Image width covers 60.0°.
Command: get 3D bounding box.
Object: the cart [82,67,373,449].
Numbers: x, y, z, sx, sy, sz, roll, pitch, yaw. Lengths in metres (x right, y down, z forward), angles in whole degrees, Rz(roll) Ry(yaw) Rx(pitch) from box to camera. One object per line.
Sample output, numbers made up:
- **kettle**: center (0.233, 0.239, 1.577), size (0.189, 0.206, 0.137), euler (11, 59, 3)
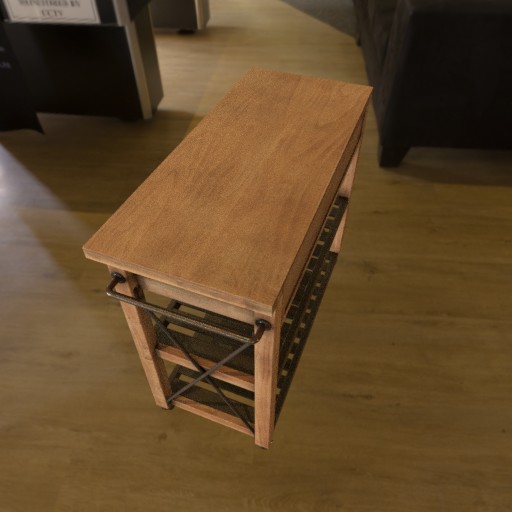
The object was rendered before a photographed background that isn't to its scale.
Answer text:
- **cart**: center (0.000, 0.000, 0.996), size (0.298, 0.554, 0.686), euler (16, 48, 15)
